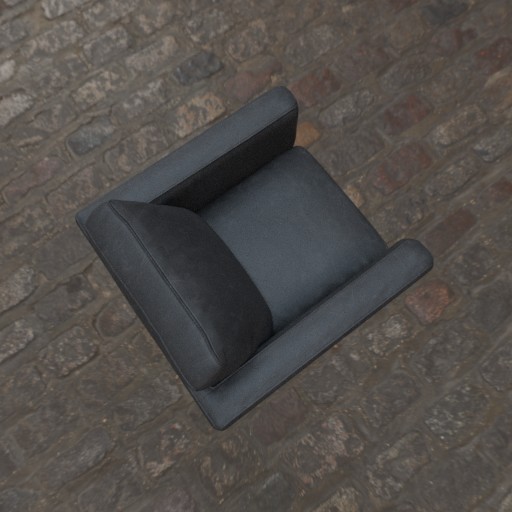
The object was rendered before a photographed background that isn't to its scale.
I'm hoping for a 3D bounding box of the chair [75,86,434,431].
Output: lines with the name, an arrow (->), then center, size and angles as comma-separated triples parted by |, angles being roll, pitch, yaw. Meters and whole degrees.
chair -> 0.000, 0.000, 1.623 | 0.879, 0.898, 0.831 | -35, 78, -9
